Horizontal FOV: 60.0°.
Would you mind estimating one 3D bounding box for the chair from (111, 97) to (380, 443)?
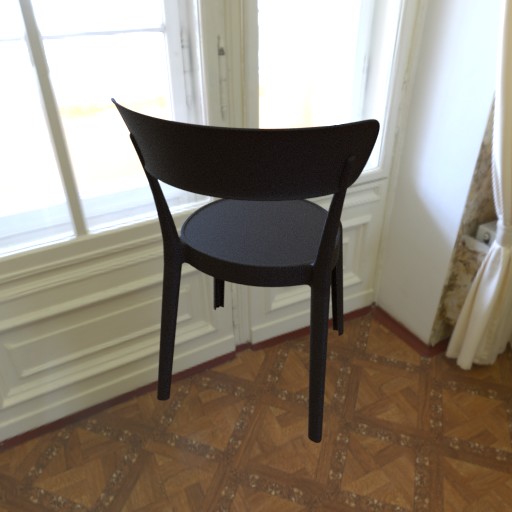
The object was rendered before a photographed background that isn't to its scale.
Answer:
[{"bbox_3d":[0.000,0.000,1.098,0.506,0.790,0.491,10,34,15],"label":"chair"}]
